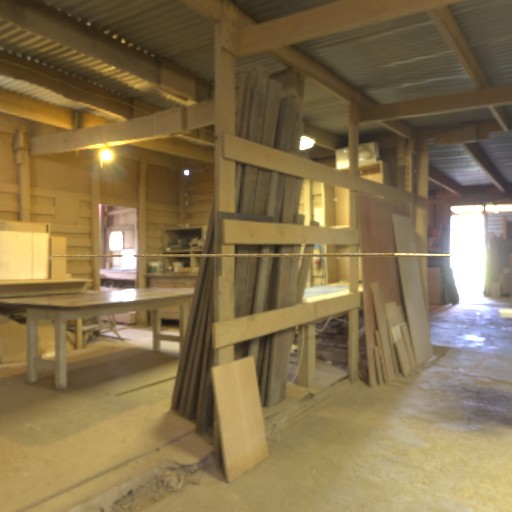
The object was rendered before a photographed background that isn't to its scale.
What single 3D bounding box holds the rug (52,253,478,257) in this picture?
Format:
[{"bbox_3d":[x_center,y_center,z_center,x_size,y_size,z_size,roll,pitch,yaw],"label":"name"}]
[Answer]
[{"bbox_3d":[0.000,0.000,2.965,2.424,0.010,1.511,0,0,37],"label":"rug"}]
